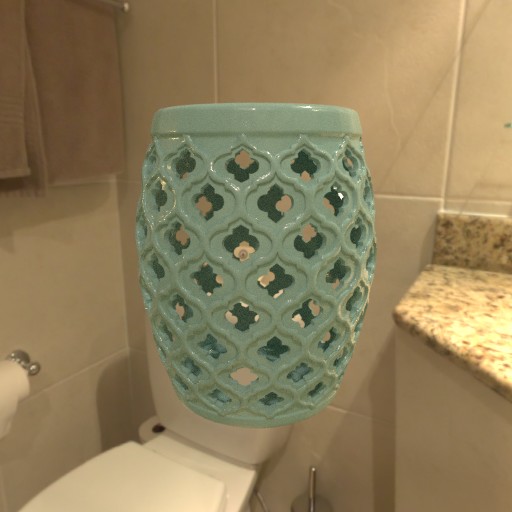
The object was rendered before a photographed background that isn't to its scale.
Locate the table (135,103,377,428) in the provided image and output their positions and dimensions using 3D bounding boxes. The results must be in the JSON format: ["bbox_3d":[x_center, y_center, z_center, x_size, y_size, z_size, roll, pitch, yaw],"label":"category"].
[{"bbox_3d":[0.000,0.000,0.624,0.325,0.388,0.325,0,14,0],"label":"table"}]
